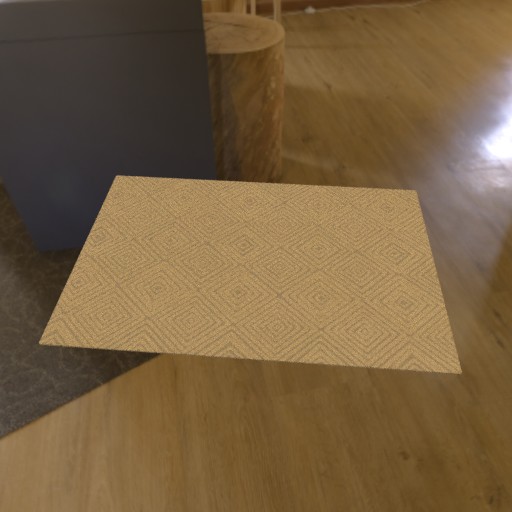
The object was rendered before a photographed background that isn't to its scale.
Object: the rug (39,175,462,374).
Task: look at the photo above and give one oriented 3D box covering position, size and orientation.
[{"bbox_3d":[0.000,0.000,2.209,1.753,0.008,1.143,3,48,3],"label":"rug"}]
